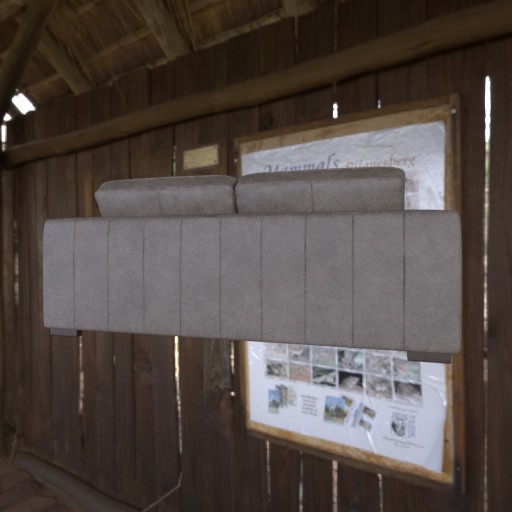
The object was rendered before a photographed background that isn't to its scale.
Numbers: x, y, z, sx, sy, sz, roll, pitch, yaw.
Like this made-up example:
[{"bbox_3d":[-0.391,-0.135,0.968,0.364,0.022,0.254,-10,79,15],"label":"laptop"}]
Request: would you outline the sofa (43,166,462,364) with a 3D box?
[{"bbox_3d":[0.000,0.000,2.417,1.920,0.800,1.070,0,1,17],"label":"sofa"}]
